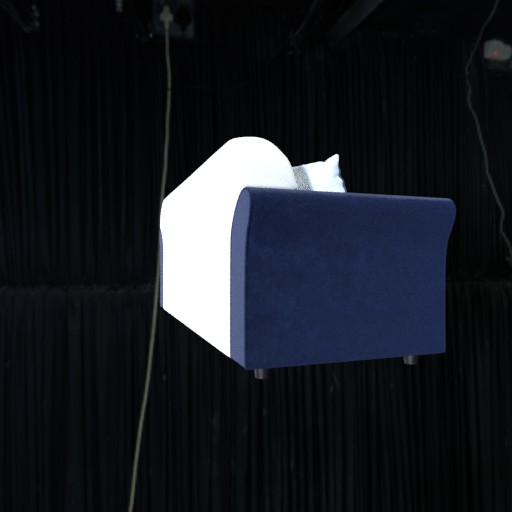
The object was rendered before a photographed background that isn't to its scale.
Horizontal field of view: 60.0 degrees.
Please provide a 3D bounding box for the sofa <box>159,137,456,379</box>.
[{"bbox_3d":[0.000,0.000,2.330,0.749,0.789,2.006,0,-1,-20],"label":"sofa"}]
